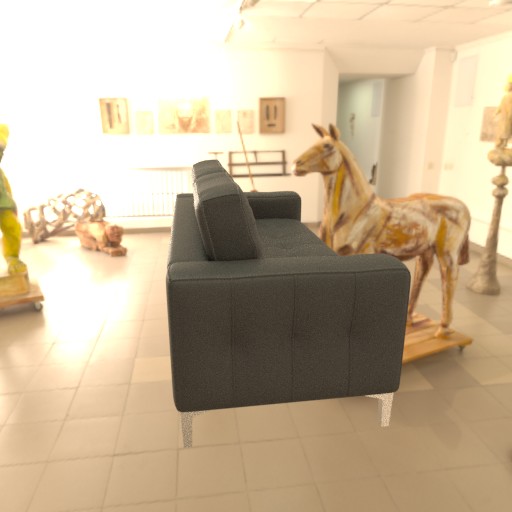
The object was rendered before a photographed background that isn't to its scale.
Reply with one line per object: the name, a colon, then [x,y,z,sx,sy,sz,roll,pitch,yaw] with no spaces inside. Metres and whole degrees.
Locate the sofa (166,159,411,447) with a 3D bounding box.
sofa: [0.000,0.000,2.277,0.833,0.893,1.726,-3,17,-8]
